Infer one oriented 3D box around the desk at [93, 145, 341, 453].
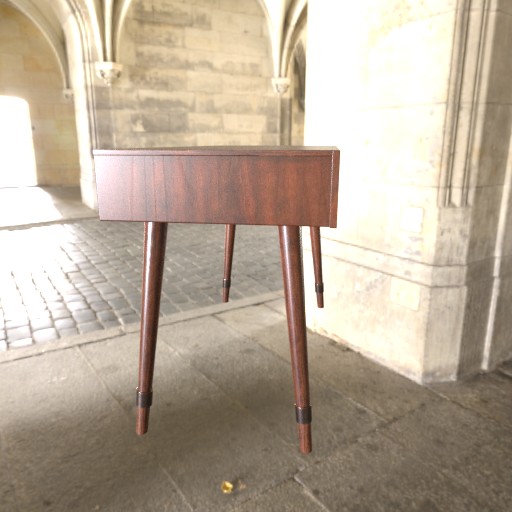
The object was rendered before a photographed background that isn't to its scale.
[{"bbox_3d":[0.000,0.000,2.155,0.734,1.031,1.577,2,15,9],"label":"desk"}]
